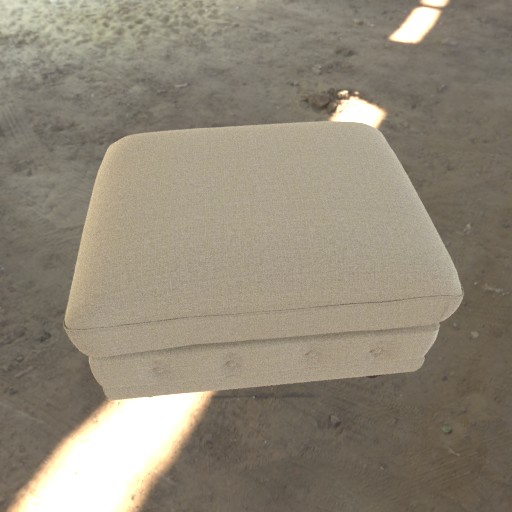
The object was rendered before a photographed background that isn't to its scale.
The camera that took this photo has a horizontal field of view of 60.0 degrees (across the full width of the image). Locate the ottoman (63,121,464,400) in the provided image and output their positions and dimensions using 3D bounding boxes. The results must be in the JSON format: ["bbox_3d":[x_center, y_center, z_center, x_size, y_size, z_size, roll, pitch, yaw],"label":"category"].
[{"bbox_3d":[0.000,0.000,1.010,0.684,0.463,0.541,-4,47,-4],"label":"ottoman"}]
